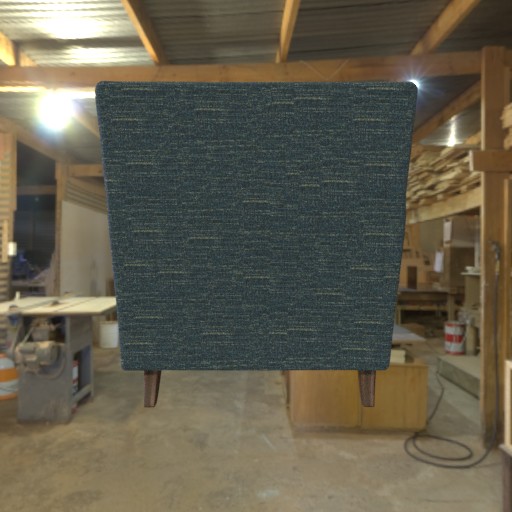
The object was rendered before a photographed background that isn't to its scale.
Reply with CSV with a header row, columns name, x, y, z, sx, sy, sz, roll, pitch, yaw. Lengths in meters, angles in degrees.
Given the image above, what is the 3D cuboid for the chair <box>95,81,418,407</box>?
name,x,y,z,sx,sy,sz,roll,pitch,yaw
chair,0.000,0.000,1.601,0.864,0.928,0.873,0,0,0
